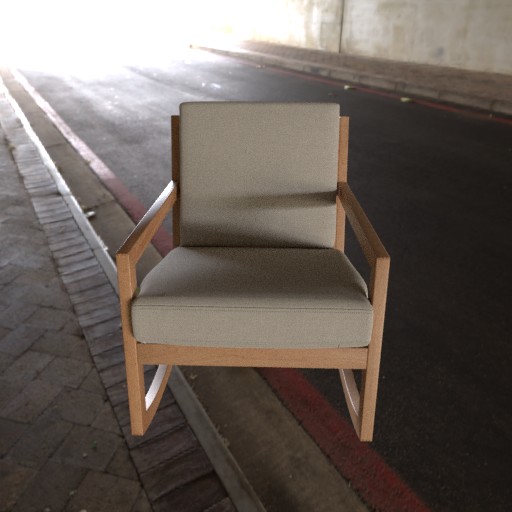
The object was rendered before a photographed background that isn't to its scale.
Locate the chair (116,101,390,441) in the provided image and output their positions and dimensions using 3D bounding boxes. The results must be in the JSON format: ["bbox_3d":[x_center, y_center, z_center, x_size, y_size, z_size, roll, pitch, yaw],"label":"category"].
[{"bbox_3d":[0.000,0.000,1.369,0.622,0.790,0.857,1,30,2],"label":"chair"}]
